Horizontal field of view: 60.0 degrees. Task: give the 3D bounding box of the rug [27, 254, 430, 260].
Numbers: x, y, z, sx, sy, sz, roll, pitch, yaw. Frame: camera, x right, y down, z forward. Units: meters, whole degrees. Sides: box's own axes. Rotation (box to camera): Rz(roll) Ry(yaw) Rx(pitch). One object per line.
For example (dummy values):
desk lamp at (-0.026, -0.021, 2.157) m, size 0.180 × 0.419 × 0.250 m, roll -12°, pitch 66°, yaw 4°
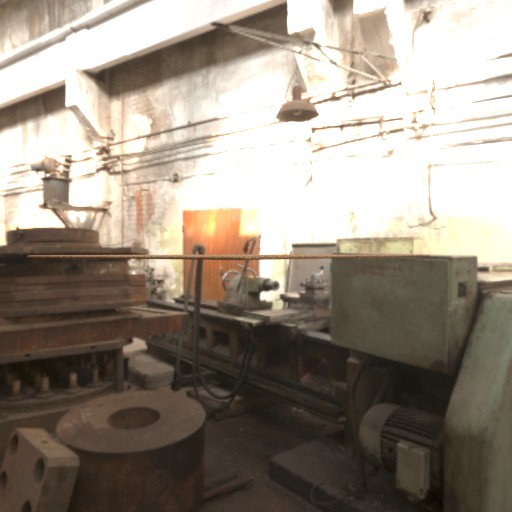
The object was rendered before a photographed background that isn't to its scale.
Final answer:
rug at (0.000, 0.000, 2.825) m, size 1.566 × 0.013 × 2.141 m, roll 0°, pitch 0°, yaw 37°
